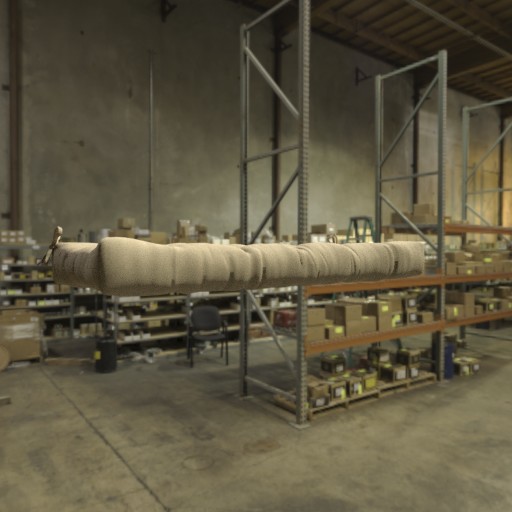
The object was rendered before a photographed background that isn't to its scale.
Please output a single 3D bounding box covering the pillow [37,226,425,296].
[{"bbox_3d":[0.000,0.000,1.401,1.194,0.174,0.511,-1,1,-37],"label":"pillow"}]
